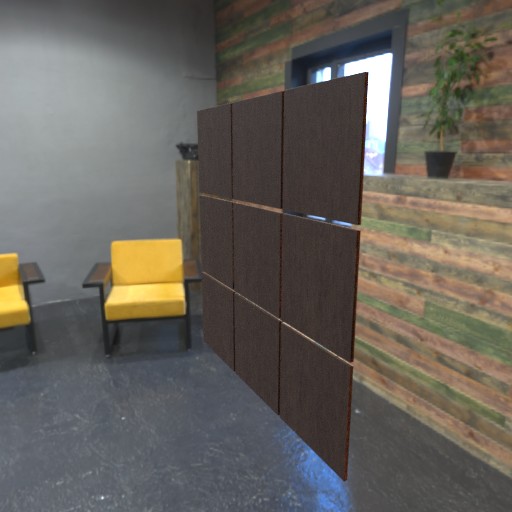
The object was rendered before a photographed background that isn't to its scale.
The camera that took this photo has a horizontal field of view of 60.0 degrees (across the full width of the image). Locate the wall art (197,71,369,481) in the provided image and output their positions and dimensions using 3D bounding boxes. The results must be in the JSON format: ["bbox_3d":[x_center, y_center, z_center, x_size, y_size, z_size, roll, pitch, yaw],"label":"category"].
[{"bbox_3d":[0.000,0.000,1.789,0.013,1.213,1.215,-7,15,-27],"label":"wall art"}]
